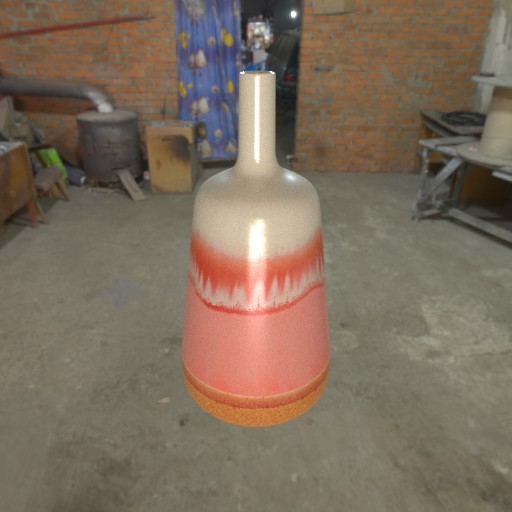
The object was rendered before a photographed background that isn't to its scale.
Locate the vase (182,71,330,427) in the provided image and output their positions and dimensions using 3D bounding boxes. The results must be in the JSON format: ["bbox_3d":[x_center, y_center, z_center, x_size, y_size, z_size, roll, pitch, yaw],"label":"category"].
[{"bbox_3d":[0.000,0.000,0.385,0.144,0.296,0.144,0,27,0],"label":"vase"}]
